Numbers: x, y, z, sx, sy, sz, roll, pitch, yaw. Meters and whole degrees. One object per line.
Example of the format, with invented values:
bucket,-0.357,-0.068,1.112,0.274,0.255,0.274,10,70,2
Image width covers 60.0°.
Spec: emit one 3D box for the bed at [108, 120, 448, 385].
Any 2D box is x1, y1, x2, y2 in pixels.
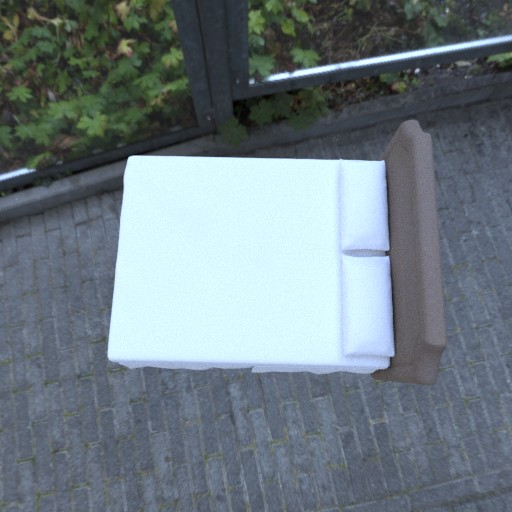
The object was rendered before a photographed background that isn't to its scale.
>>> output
bed,0.000,0.000,3.151,2.116,1.290,1.693,1,76,0
